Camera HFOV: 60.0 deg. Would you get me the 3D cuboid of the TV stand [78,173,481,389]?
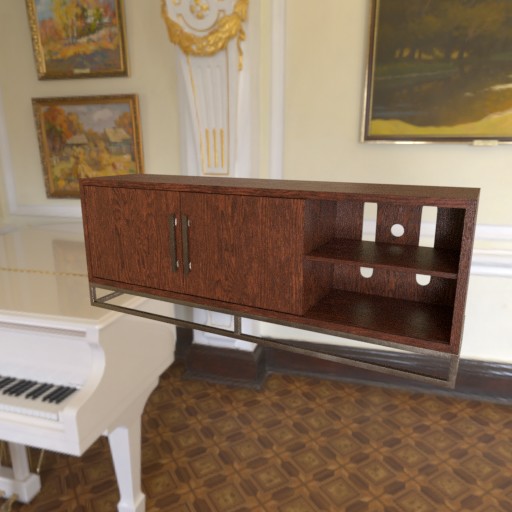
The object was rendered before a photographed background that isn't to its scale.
[{"bbox_3d":[0.000,0.000,1.770,1.541,0.578,0.382,7,16,27],"label":"TV stand"}]
